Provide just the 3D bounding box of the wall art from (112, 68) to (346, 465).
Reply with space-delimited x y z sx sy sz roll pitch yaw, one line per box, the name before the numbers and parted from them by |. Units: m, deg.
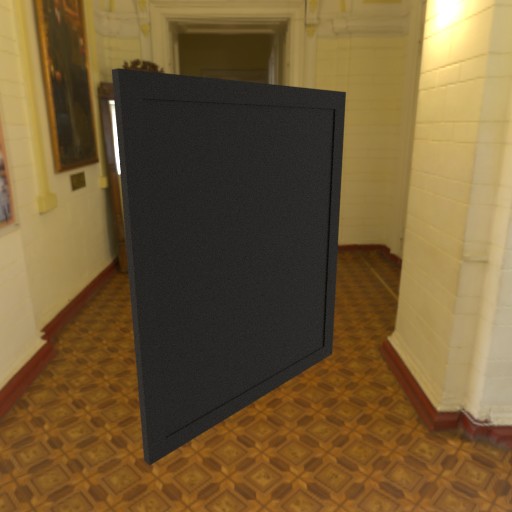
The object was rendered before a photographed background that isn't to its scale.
wall art | 0.000 0.000 0.496 0.010 0.361 0.311 15 22 42
